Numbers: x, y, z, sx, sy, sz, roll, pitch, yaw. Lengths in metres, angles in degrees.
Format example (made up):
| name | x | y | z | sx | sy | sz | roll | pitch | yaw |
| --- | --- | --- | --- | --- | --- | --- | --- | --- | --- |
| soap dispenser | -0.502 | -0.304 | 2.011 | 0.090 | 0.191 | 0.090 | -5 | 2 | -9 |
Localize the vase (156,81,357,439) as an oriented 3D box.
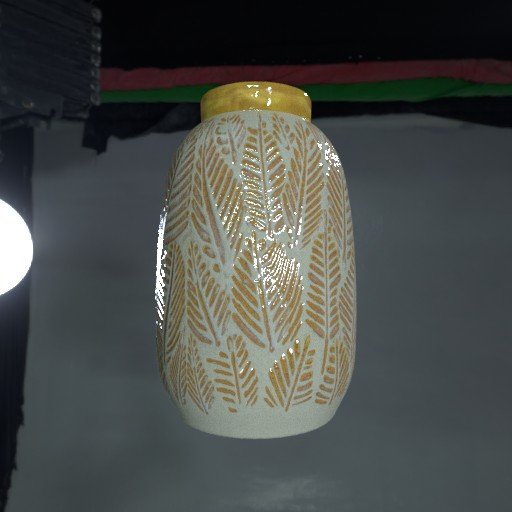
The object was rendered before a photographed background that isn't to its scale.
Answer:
| name | x | y | z | sx | sy | sz | roll | pitch | yaw |
| --- | --- | --- | --- | --- | --- | --- | --- | --- | --- |
| vase | 0.000 | 0.000 | 0.389 | 0.172 | 0.270 | 0.172 | 0 | -1 | 0 |
